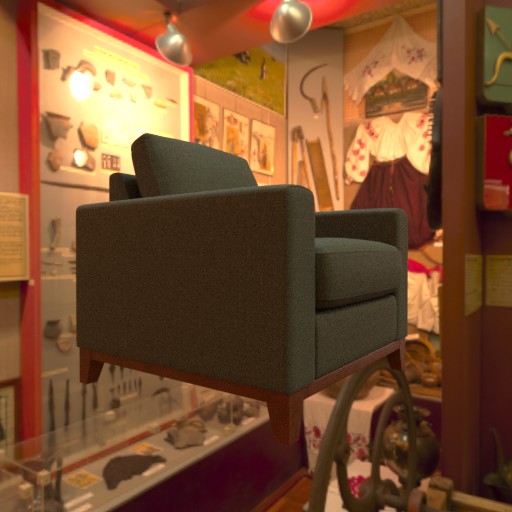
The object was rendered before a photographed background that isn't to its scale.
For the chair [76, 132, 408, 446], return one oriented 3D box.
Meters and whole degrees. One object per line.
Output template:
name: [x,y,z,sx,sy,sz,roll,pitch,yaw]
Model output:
chair: [0.000,0.000,1.862,1.038,1.010,1.024,1,1,36]
